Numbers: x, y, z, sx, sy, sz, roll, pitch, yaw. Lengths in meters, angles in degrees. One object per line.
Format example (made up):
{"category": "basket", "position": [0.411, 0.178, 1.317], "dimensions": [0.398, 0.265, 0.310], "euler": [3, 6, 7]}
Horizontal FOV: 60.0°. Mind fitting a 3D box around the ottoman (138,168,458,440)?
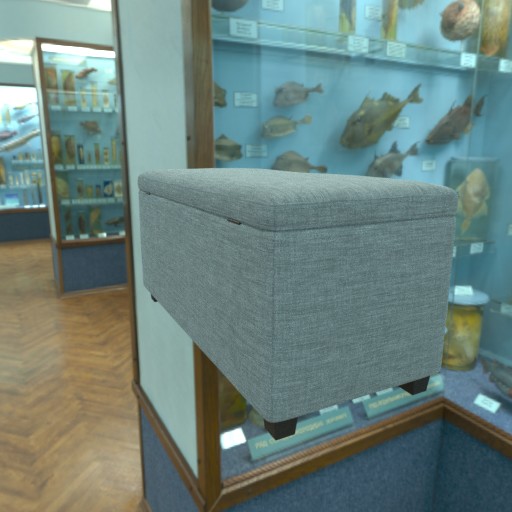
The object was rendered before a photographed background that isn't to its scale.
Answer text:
{"category": "ottoman", "position": [0.000, 0.000, 1.146], "dimensions": [0.419, 0.432, 0.902], "euler": [-7, 15, -26]}
